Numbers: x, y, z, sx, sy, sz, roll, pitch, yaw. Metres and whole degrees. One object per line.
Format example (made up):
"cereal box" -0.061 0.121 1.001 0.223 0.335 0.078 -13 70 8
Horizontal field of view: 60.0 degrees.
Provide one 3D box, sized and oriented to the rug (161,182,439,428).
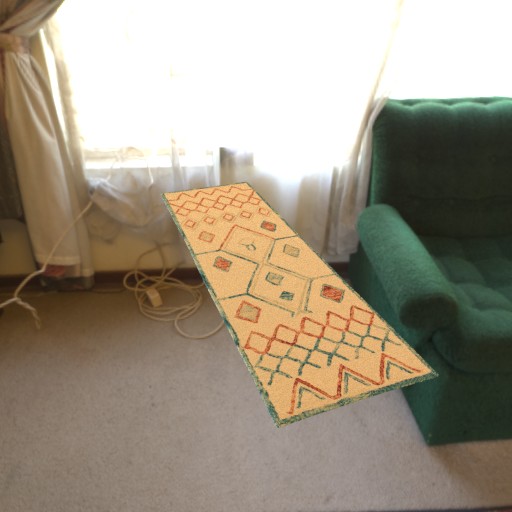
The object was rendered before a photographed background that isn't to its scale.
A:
"rug" 0.000 0.000 2.752 0.750 0.011 2.435 -11 32 -18
